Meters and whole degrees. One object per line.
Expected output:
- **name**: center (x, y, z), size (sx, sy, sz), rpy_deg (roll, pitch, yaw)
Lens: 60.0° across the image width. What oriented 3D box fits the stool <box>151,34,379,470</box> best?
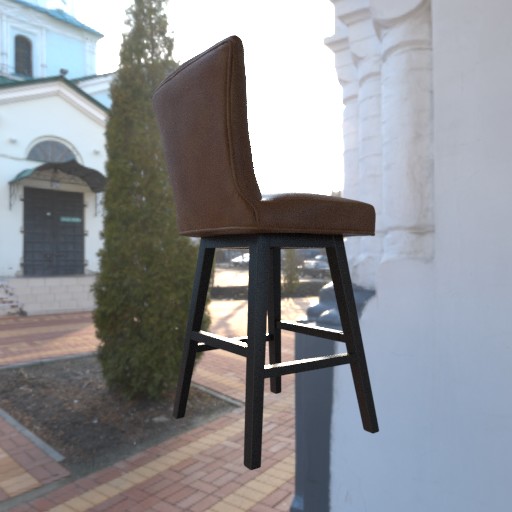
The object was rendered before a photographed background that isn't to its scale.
- **stool**: center (0.000, 0.000, 1.423), size (0.585, 1.094, 0.522), rpy_deg (0, 0, -35)
